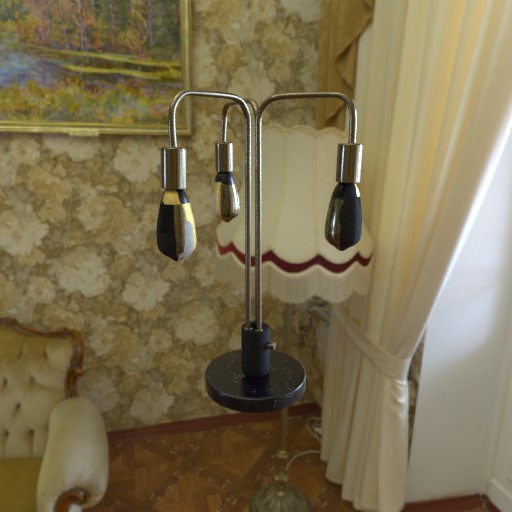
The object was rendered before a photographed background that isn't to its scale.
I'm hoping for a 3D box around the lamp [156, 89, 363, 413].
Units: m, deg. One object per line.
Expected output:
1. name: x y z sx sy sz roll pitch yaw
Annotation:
1. lamp: 0.000 0.000 0.809 0.368 0.560 0.355 8 17 27
